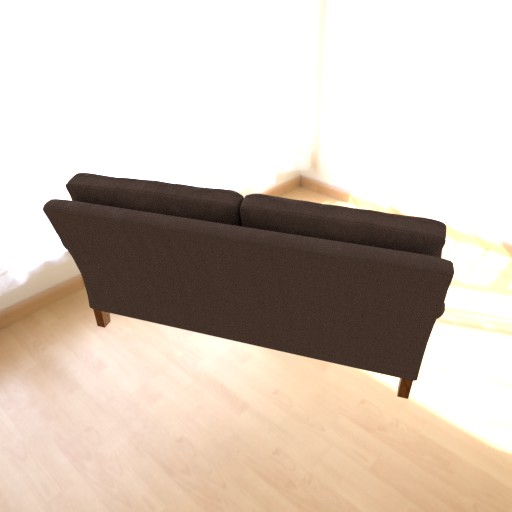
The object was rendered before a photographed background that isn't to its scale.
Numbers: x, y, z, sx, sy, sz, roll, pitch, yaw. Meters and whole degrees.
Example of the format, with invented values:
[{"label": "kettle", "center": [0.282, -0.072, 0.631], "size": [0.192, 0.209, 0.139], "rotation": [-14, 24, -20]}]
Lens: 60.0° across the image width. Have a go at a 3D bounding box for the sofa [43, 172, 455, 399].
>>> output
[{"label": "sofa", "center": [0.000, 0.000, 2.783], "size": [2.165, 1.087, 1.086], "rotation": [10, 34, 15]}]
